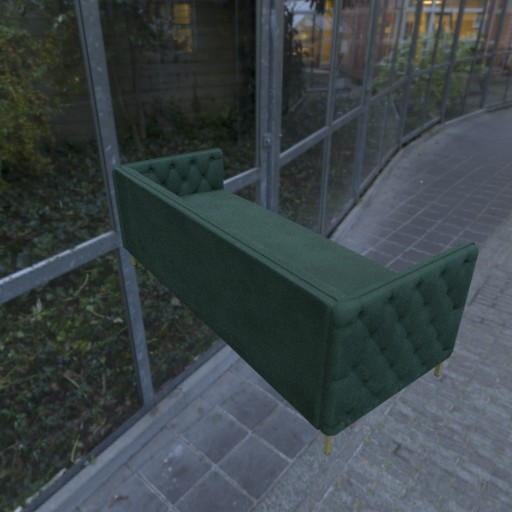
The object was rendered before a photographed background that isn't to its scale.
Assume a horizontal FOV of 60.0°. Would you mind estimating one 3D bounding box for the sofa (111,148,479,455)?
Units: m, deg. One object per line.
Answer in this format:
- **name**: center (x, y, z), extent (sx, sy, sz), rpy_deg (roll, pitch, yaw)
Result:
- **sofa**: center (0.000, 0.000, 2.658), extent (0.895, 0.771, 2.209), rpy_deg (-19, 33, -32)
